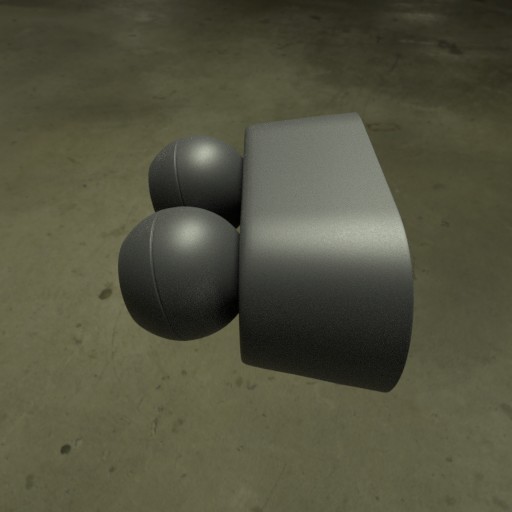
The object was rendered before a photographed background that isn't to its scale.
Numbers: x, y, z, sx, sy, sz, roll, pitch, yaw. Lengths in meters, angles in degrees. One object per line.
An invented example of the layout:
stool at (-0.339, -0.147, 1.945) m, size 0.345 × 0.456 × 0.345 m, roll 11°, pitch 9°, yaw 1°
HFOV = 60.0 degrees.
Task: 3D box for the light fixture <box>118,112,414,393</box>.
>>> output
light fixture at (0.000, 0.000, 0.328) m, size 0.159 × 0.159 × 0.229 m, roll 0°, pitch 42°, yaw 0°
